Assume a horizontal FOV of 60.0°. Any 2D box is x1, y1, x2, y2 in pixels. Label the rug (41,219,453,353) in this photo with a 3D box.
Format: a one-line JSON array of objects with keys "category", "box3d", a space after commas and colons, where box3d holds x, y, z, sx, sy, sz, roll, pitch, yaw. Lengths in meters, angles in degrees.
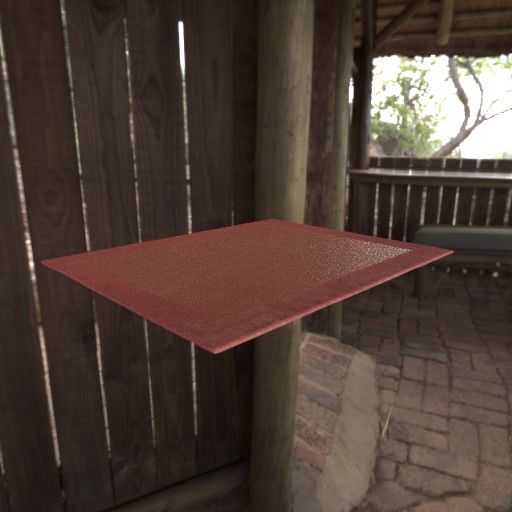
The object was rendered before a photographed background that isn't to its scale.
[{"category": "rug", "box3d": [0.000, 0.000, 4.086, 2.976, 0.018, 2.430, -14, 21, -43]}]
